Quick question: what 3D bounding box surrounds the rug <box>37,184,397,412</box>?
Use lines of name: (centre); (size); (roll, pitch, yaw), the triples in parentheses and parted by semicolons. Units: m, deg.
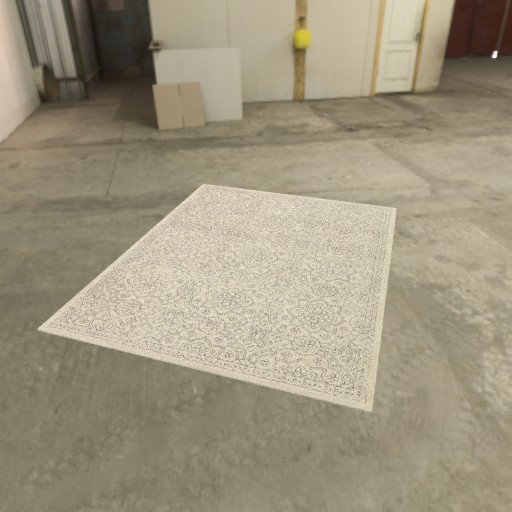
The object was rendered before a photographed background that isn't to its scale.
rug: (0.000, 0.000, 4.216); (2.441, 0.015, 3.050); (9, 32, 15)
